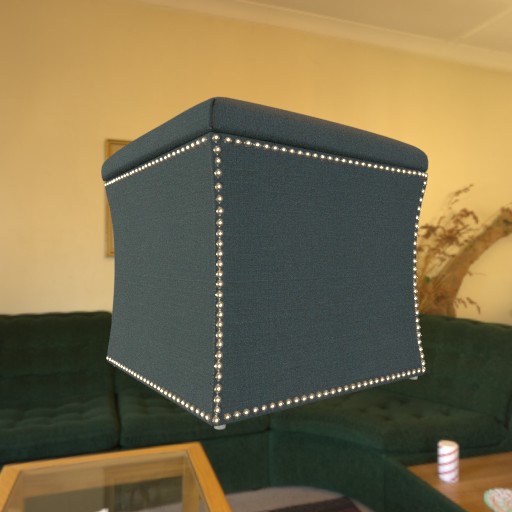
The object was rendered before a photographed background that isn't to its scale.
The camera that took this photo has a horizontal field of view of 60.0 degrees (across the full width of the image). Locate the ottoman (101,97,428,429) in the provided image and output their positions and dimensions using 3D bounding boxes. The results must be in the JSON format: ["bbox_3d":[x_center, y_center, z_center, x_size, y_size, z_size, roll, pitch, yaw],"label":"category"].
[{"bbox_3d":[0.000,0.000,0.909,0.507,0.475,0.497,0,-1,-35],"label":"ottoman"}]
